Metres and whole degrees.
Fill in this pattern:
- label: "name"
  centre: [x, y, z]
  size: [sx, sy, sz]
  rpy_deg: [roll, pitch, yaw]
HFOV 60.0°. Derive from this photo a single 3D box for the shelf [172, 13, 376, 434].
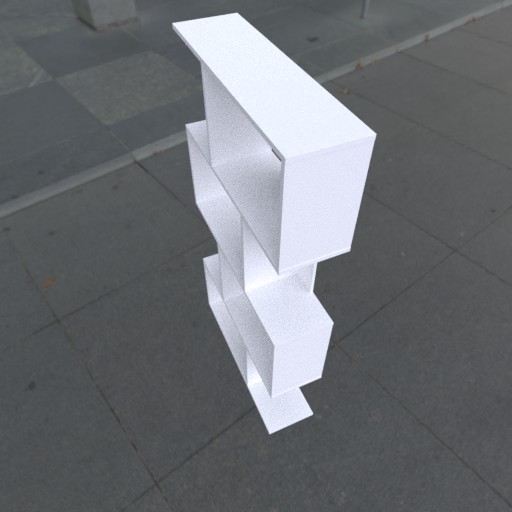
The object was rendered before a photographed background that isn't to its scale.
- label: "shelf"
  centre: [0.000, 0.000, 1.928]
  size: [0.250, 1.650, 0.890]
  rpy_deg: [-18, 50, -16]
